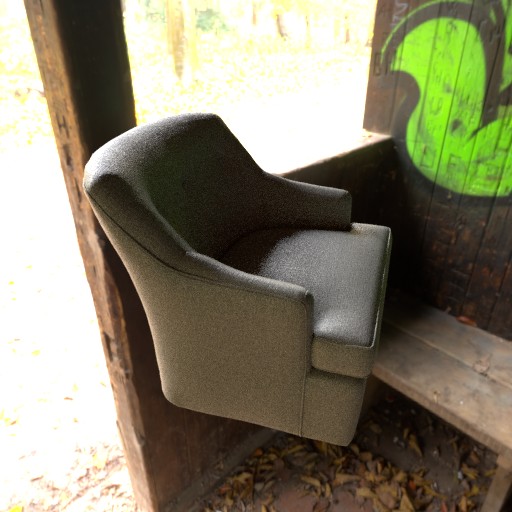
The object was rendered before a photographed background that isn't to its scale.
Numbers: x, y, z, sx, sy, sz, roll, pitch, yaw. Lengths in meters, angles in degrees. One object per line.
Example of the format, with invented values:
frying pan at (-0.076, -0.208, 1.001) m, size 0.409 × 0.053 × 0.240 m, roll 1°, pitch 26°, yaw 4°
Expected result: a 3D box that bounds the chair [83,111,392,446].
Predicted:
chair at (0.000, 0.000, 1.594) m, size 0.923 × 0.856 × 0.864 m, roll 9°, pitch 31°, yaw 16°
